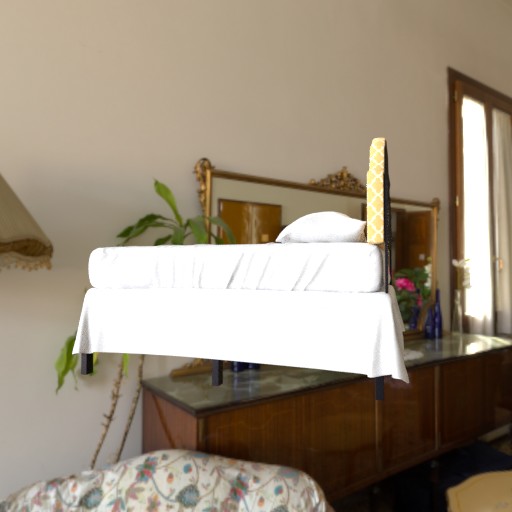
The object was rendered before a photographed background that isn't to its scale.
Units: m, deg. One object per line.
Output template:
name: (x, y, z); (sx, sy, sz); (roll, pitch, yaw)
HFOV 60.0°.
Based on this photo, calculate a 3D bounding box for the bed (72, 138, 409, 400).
bed: (0.000, 0.000, 3.459); (2.222, 1.633, 1.780); (-1, -2, 18)
